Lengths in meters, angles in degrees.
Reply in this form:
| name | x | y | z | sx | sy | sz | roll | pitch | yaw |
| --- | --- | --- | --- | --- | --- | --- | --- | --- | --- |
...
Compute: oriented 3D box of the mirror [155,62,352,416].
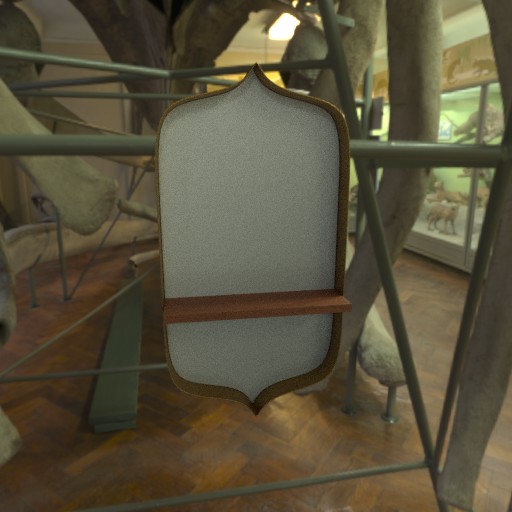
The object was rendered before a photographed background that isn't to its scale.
| name | x | y | z | sx | sy | sz | roll | pitch | yaw |
| --- | --- | --- | --- | --- | --- | --- | --- | --- | --- |
| mirror | 0.000 | 0.000 | 0.755 | 0.323 | 0.613 | 0.096 | -2 | 14 | -10 |
